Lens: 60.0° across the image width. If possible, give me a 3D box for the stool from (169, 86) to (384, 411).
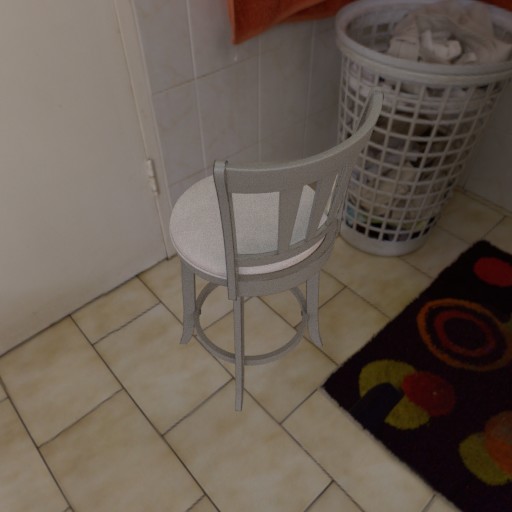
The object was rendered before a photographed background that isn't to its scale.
[{"bbox_3d":[0.000,0.000,1.284,0.450,0.994,0.486,-31,54,-26],"label":"stool"}]
